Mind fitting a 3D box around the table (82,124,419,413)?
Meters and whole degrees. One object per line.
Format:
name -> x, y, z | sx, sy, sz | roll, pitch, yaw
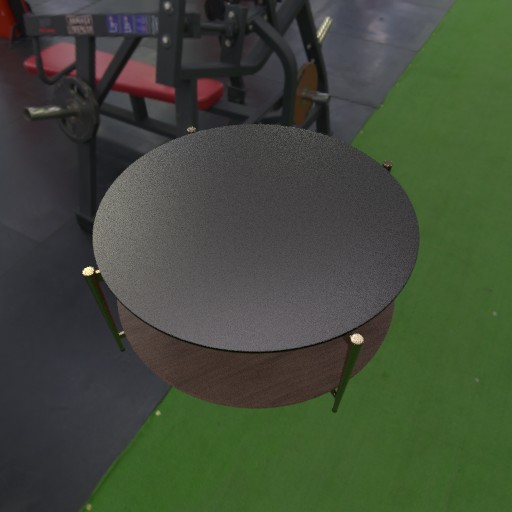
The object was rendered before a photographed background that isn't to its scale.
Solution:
table -> 0.000, 0.000, 1.457 | 0.938, 0.400, 0.938 | 25, 53, 21
